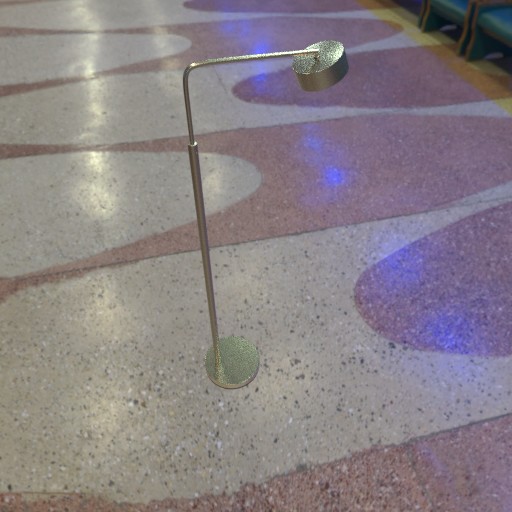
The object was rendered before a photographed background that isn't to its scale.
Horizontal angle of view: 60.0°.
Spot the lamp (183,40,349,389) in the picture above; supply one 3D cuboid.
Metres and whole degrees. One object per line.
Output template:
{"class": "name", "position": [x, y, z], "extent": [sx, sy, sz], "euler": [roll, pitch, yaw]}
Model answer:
{"class": "lamp", "position": [0.000, 0.000, 1.389], "extent": [0.421, 1.250, 0.222], "euler": [-10, 47, -9]}
